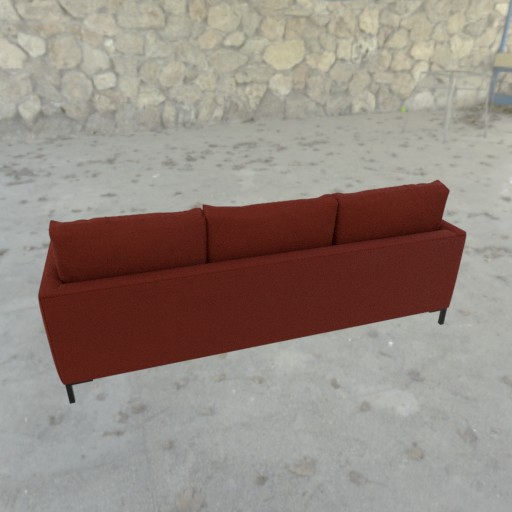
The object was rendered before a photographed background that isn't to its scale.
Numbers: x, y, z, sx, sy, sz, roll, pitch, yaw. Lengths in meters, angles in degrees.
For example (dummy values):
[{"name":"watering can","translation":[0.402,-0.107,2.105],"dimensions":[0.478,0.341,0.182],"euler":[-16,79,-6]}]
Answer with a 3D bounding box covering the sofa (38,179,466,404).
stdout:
[{"name":"sofa","translation":[0.000,0.000,2.626],"dimensions":[2.252,0.879,0.875],"euler":[-8,27,-16]}]
